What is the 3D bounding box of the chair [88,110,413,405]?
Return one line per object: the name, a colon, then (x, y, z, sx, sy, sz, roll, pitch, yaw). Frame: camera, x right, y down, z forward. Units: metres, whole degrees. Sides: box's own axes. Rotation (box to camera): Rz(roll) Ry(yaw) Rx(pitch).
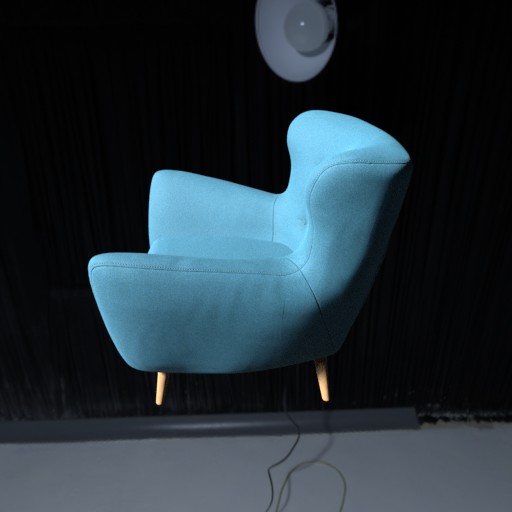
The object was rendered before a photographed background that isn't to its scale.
chair: (0.000, 0.000, 1.563, 0.889, 0.889, 0.890, 0, 26, 0)
